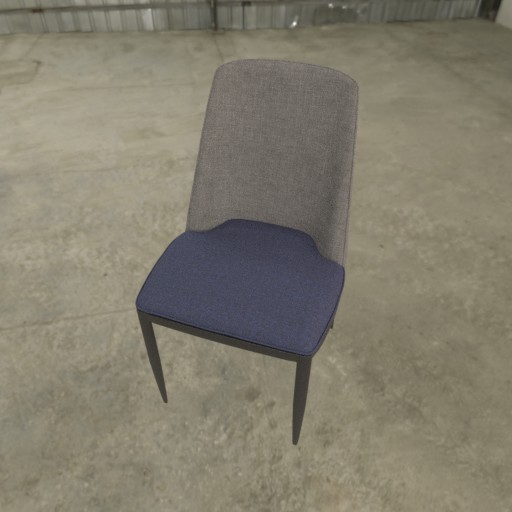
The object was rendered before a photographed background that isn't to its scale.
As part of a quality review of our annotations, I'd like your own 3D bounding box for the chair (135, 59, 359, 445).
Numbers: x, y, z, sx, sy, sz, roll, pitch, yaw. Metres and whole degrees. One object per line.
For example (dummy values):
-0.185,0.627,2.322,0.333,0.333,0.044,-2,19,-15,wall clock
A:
0.000,0.000,1.189,0.488,0.855,0.550,12,42,14,chair
